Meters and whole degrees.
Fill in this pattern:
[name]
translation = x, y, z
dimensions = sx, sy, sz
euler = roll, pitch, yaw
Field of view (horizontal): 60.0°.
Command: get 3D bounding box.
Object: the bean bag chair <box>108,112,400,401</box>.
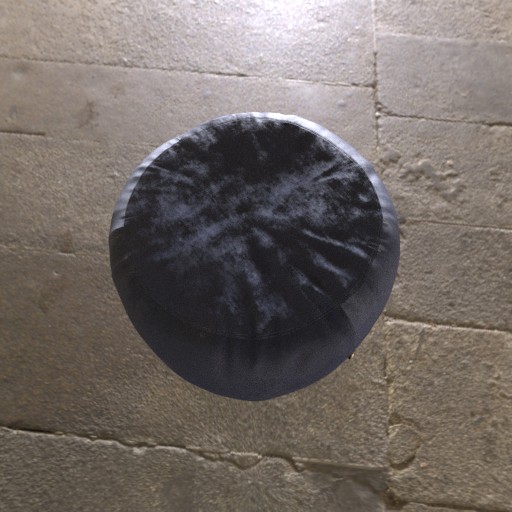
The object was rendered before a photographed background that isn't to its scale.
[bean bag chair]
translation = 0.000, 0.000, 2.019
dimensions = 1.219, 0.762, 1.219
euler = 0, 63, 0
